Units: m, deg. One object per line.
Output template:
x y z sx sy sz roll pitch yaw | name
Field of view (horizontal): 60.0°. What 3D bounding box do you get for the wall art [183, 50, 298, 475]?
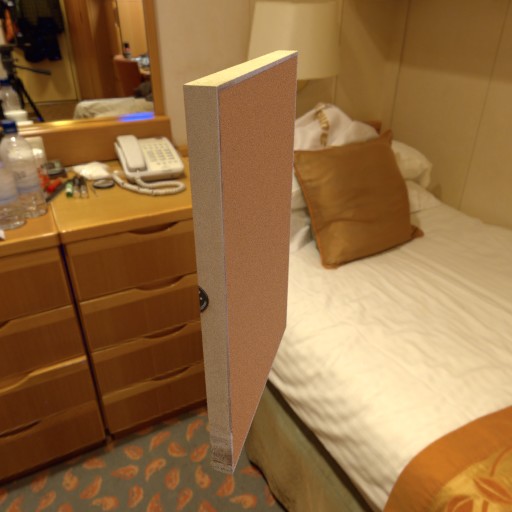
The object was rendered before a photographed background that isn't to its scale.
0.000 0.000 0.757 0.036 0.607 0.403 8 30 14 | wall art
